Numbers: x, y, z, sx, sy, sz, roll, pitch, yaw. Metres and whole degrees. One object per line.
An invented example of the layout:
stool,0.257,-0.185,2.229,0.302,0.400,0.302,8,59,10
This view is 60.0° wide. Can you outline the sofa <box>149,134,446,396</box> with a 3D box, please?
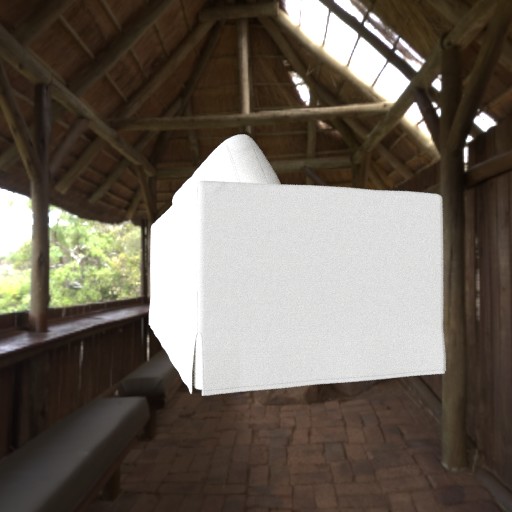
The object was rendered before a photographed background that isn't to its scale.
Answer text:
sofa,0.000,0.000,2.432,1.009,0.932,1.813,0,-1,-18
